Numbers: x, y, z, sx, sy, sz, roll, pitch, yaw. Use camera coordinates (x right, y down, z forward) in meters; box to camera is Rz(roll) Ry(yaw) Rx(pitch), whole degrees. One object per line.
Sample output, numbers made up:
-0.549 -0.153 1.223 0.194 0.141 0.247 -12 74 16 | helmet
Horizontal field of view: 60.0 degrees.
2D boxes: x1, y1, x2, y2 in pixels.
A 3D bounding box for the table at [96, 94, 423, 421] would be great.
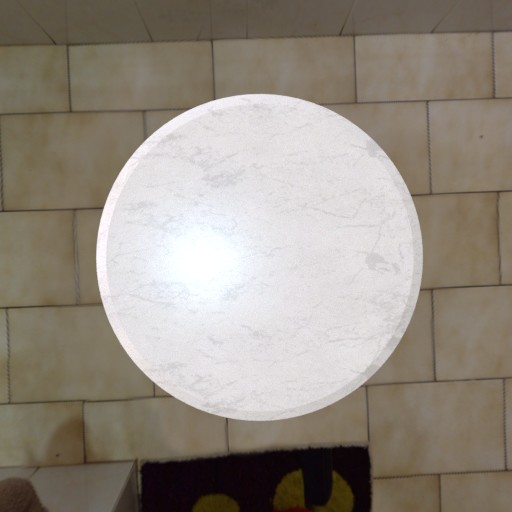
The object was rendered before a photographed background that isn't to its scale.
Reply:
0.000 0.000 0.769 0.407 0.447 0.407 0 91 -2 | table
